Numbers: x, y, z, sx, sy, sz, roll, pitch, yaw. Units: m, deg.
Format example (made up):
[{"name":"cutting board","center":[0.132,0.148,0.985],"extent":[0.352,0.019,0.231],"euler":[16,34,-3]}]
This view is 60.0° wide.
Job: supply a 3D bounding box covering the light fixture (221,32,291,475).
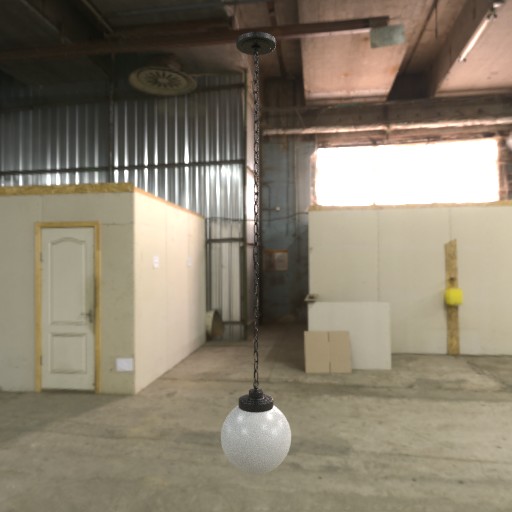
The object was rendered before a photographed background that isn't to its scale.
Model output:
[{"name":"light fixture","center":[0.000,0.000,1.929],"extent":[0.304,1.867,0.305],"euler":[0,0,37]}]
